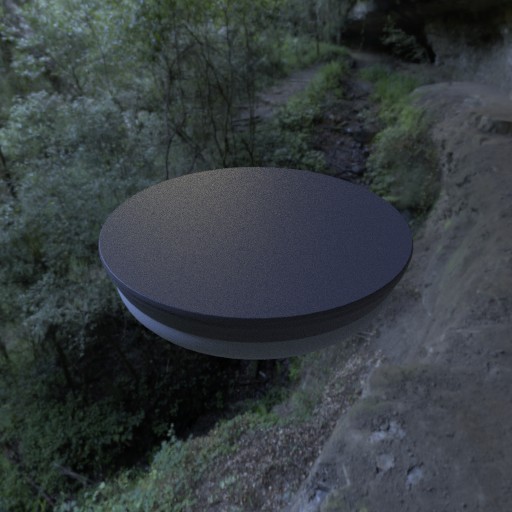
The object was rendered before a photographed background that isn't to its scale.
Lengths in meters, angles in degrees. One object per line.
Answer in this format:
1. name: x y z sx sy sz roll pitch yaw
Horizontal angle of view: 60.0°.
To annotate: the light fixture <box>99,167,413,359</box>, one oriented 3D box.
1. light fixture: 0.000 0.000 0.565 0.368 0.100 0.368 0 32 0
